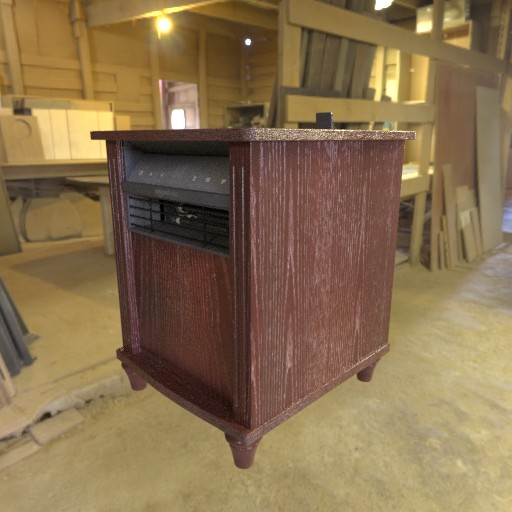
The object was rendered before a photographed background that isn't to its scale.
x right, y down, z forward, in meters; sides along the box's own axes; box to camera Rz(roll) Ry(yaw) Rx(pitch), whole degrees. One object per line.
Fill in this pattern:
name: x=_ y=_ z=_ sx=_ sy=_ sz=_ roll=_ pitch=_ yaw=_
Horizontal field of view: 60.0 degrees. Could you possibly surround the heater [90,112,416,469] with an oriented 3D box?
heater: x=0.000 y=0.000 z=0.758 sx=0.362 sy=0.481 sz=0.400 roll=14 pitch=21 yaw=43
